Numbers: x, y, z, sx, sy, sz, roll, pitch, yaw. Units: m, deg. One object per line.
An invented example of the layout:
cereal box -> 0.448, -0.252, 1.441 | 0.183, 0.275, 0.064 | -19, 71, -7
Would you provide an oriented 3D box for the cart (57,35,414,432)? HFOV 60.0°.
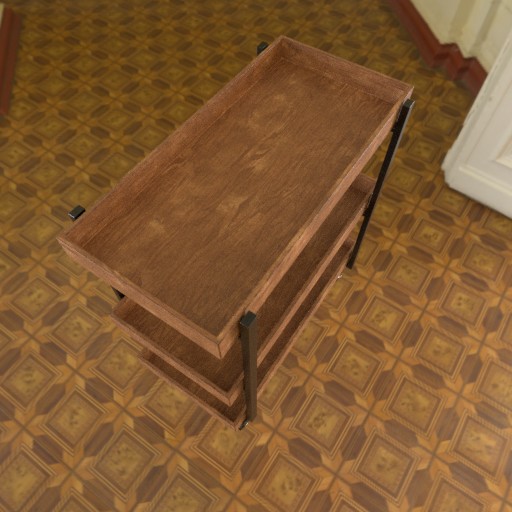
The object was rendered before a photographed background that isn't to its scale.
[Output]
cart -> 0.000, 0.000, 1.240 | 0.411, 0.800, 0.750 | 30, 63, 17
